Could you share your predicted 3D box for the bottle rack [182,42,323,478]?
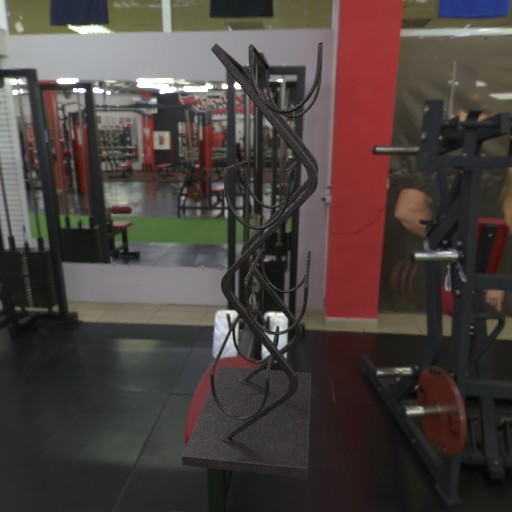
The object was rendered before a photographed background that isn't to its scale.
[{"bbox_3d":[0.000,0.000,0.668,0.178,0.559,0.254,2,16,8],"label":"bottle rack"}]
